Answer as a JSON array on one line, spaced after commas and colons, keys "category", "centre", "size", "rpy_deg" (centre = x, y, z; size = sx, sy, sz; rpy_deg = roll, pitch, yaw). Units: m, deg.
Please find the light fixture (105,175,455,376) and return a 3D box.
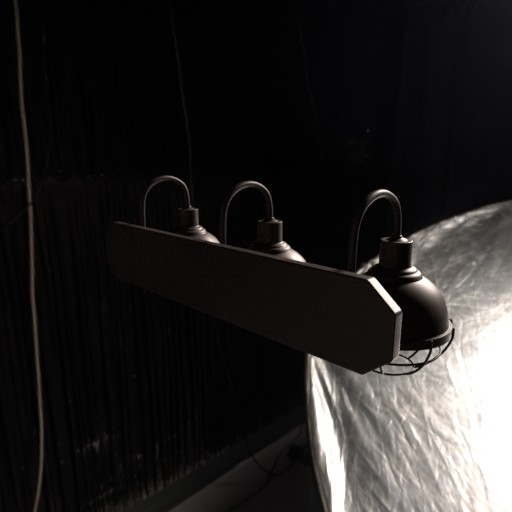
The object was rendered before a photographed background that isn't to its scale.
[{"category": "light fixture", "centre": [0.000, 0.000, 0.755], "size": [0.229, 0.254, 0.634], "rpy_deg": [-13, 18, -43]}]
